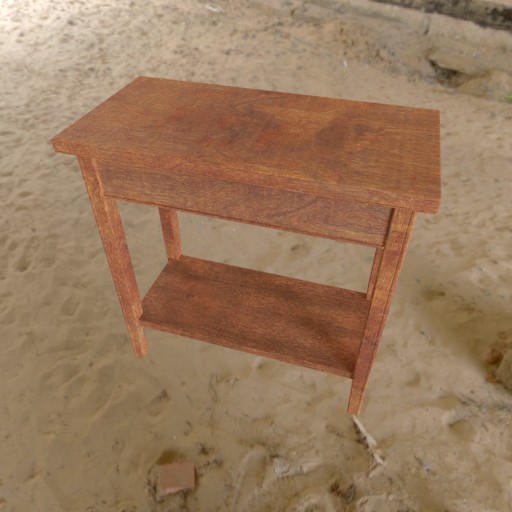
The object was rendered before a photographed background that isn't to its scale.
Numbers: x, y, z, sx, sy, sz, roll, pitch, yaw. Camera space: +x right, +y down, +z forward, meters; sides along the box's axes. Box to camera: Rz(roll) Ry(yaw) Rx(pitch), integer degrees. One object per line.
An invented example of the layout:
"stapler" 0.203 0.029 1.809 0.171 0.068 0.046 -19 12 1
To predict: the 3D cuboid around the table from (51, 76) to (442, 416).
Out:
"table" 0.000 0.000 0.967 0.610 0.610 0.305 11 43 13
